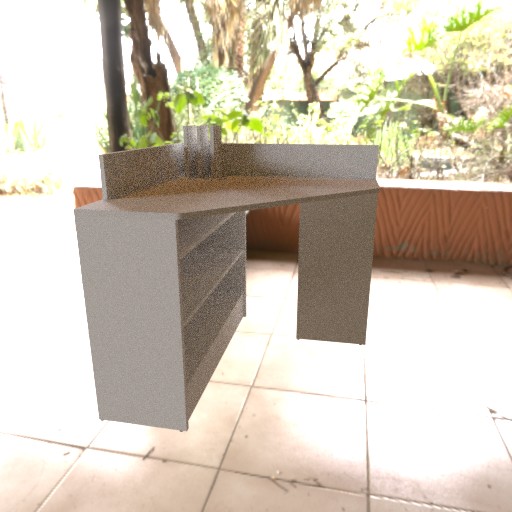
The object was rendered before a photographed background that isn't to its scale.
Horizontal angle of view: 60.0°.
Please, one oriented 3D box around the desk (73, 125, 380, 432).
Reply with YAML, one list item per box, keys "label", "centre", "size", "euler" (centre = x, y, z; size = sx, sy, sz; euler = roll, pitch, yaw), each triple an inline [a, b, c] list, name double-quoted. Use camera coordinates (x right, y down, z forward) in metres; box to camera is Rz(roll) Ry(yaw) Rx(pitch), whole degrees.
- label: "desk"
  centre: [0.000, 0.000, 1.768]
  size: [0.940, 0.986, 0.940]
  euler: [3, 18, 11]
